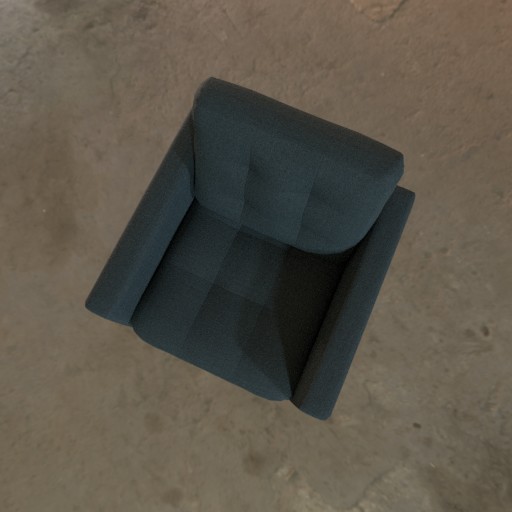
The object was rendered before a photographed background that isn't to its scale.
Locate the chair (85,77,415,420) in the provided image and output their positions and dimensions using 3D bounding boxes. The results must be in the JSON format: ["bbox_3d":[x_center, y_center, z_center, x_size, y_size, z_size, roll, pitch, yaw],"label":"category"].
[{"bbox_3d":[0.000,0.000,1.528,0.821,0.880,0.843,24,77,6],"label":"chair"}]
